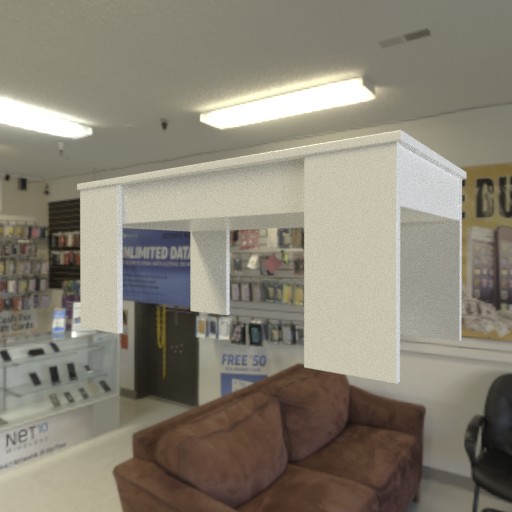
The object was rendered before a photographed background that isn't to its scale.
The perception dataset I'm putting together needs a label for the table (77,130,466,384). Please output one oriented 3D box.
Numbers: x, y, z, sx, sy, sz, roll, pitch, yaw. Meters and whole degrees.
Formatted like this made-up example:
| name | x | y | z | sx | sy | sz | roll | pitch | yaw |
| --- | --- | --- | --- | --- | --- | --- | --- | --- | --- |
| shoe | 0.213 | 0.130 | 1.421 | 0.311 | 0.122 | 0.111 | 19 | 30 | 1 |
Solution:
| name | x | y | z | sx | sy | sz | roll | pitch | yaw |
| --- | --- | --- | --- | --- | --- | --- | --- | --- | --- |
| table | 0.000 | 0.000 | 1.261 | 1.000 | 0.440 | 0.500 | 0 | 1 | 37 |
